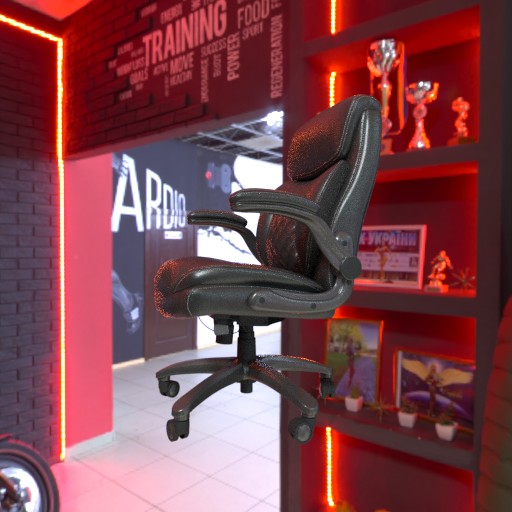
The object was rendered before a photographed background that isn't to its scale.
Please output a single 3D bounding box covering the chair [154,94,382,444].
[{"bbox_3d":[0.000,0.000,1.622,0.724,1.110,0.782,0,1,-18],"label":"chair"}]
